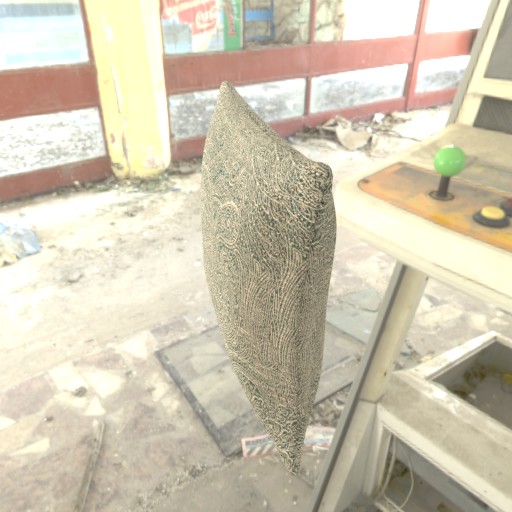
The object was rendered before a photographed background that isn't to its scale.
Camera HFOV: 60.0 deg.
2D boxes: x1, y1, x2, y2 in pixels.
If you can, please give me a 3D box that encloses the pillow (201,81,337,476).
[{"bbox_3d":[0.000,0.000,0.786,0.166,0.507,0.526,-8,32,-13],"label":"pillow"}]
